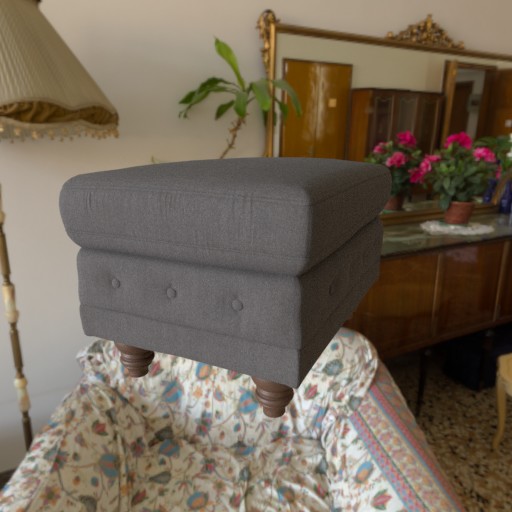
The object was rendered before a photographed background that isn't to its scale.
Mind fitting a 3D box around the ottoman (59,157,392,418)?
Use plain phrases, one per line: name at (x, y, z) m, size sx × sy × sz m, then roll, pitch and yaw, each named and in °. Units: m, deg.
ottoman at (0.000, 0.000, 1.172) m, size 0.569 × 0.500 × 0.771 m, roll 7°, pitch 16°, yaw 25°
